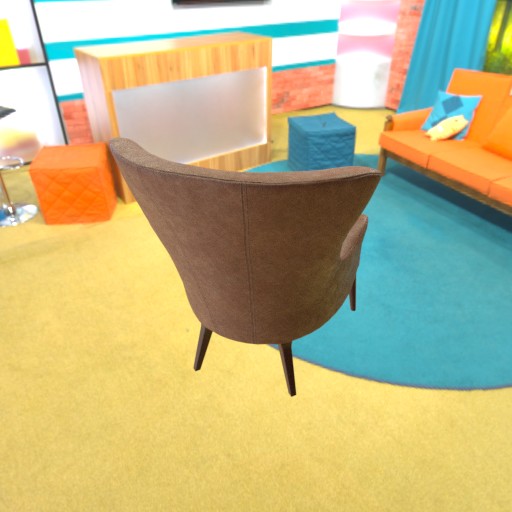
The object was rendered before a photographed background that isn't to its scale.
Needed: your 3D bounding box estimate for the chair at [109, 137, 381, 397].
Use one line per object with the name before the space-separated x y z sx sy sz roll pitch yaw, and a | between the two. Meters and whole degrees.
chair | 0.000 0.000 1.730 0.846 1.067 0.955 10 35 15
